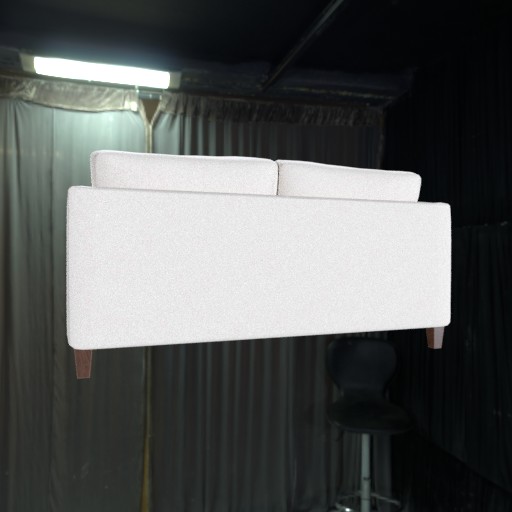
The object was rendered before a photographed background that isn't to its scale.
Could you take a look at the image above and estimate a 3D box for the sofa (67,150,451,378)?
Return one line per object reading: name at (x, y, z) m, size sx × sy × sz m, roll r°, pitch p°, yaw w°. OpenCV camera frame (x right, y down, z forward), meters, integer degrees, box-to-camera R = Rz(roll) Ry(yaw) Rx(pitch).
sofa at (0.000, 0.000, 2.252) m, size 1.722 × 0.888 × 0.873 m, roll 0°, pitch 0°, yaw -19°
